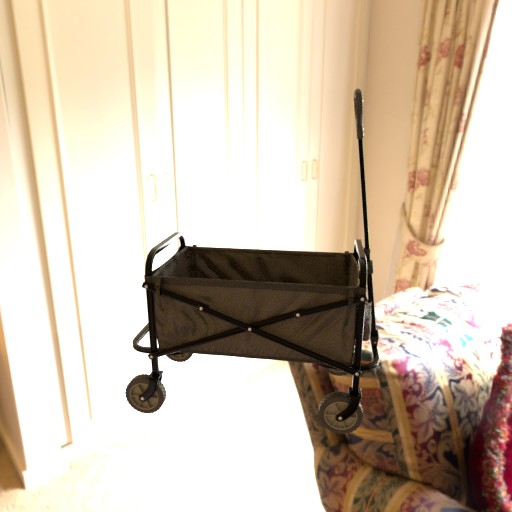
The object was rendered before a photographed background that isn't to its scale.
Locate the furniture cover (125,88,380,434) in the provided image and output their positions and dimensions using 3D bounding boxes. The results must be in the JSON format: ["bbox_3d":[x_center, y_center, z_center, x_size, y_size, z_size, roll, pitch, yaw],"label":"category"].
[{"bbox_3d":[0.000,0.000,1.841,1.038,1.295,0.532,3,17,9],"label":"furniture cover"}]
